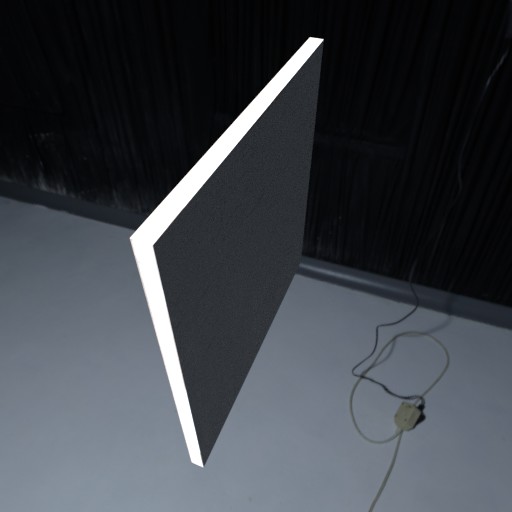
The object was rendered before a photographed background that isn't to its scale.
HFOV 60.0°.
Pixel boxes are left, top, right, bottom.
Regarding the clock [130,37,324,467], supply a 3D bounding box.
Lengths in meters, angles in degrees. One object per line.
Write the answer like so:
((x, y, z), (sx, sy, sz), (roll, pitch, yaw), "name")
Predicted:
((0.000, 0.000, 0.997), (0.032, 0.705, 0.705), (16, 47, 16), "clock")
